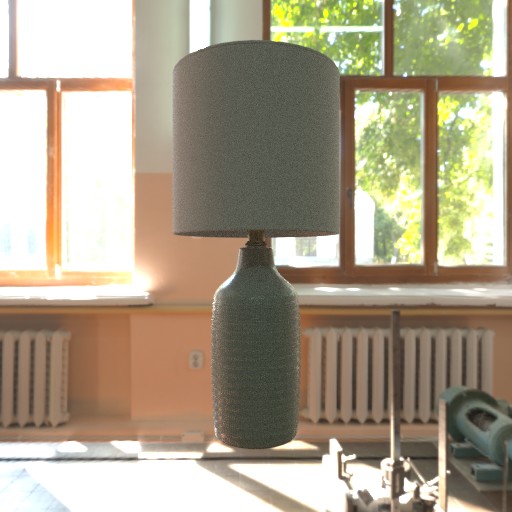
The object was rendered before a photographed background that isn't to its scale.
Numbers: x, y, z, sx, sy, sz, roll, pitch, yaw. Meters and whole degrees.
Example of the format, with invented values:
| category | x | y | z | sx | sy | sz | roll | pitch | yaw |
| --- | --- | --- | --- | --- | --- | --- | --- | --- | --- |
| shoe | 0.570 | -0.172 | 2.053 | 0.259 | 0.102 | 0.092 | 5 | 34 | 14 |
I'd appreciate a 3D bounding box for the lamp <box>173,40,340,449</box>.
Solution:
| category | x | y | z | sx | sy | sz | roll | pitch | yaw |
| --- | --- | --- | --- | --- | --- | --- | --- | --- | --- |
| lamp | 0.000 | 0.000 | 0.597 | 0.220 | 0.475 | 0.220 | 0 | 0 | 35 |
